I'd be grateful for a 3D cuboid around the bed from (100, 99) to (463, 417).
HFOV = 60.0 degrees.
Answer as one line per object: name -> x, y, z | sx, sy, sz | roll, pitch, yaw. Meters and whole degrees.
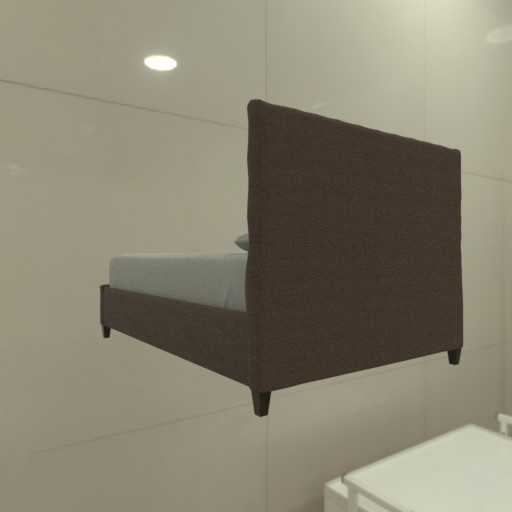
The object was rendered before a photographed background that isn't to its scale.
bed -> 0.000, 0.000, 3.398 | 1.698, 1.427, 2.387 | 0, 0, -36
